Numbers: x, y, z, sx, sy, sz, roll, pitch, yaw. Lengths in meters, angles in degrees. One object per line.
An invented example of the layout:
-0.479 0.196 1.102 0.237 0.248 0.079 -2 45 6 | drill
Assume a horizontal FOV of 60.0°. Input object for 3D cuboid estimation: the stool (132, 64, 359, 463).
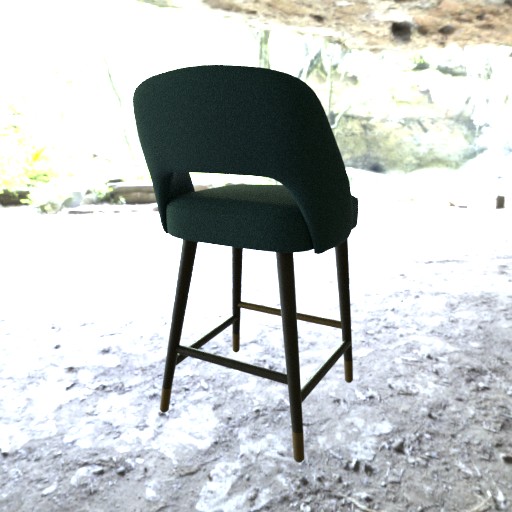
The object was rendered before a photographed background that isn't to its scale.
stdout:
0.000 0.000 1.246 0.536 0.939 0.522 8 18 27 | stool
